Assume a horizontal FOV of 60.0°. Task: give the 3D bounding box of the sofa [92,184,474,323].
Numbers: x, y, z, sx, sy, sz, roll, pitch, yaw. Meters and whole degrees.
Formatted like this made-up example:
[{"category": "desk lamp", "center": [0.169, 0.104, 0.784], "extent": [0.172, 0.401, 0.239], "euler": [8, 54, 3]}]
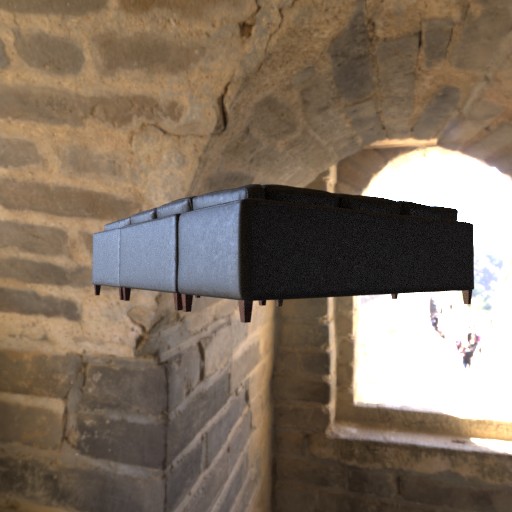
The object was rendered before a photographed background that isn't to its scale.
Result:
[{"category": "sofa", "center": [0.000, 0.000, 4.761], "extent": [2.593, 0.923, 3.460], "euler": [1, -2, -34]}]
